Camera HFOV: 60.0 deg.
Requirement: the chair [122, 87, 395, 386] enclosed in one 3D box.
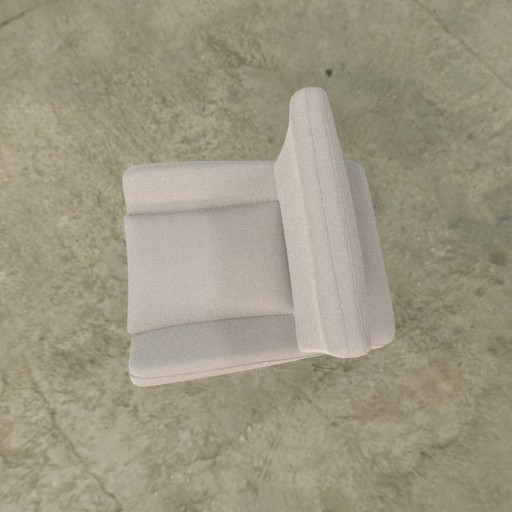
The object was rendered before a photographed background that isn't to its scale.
[{"bbox_3d":[0.000,0.000,1.681,1.008,0.855,0.859,-6,74,-2],"label":"chair"}]
